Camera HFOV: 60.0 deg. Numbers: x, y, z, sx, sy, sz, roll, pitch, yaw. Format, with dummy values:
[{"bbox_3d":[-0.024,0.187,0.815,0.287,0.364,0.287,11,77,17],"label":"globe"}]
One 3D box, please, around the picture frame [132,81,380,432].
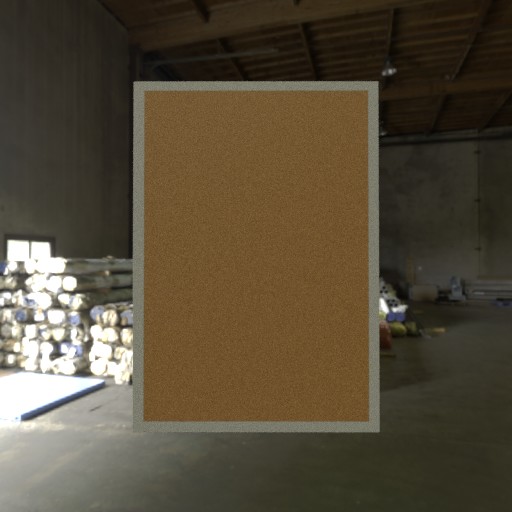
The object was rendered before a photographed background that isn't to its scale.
[{"bbox_3d":[0.000,0.000,0.555,0.305,0.434,0.013,0,-1,0],"label":"picture frame"}]
